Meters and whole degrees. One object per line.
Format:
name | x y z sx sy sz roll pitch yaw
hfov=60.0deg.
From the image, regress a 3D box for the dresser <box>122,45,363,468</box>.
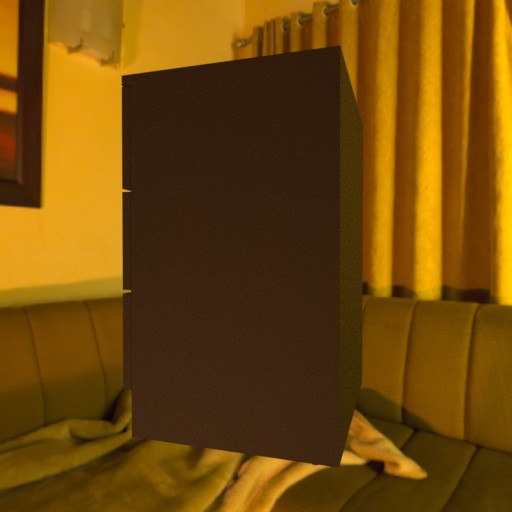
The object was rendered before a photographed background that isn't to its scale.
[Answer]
dresser | 0.000 0.000 0.830 0.360 0.560 0.400 0 1 18
